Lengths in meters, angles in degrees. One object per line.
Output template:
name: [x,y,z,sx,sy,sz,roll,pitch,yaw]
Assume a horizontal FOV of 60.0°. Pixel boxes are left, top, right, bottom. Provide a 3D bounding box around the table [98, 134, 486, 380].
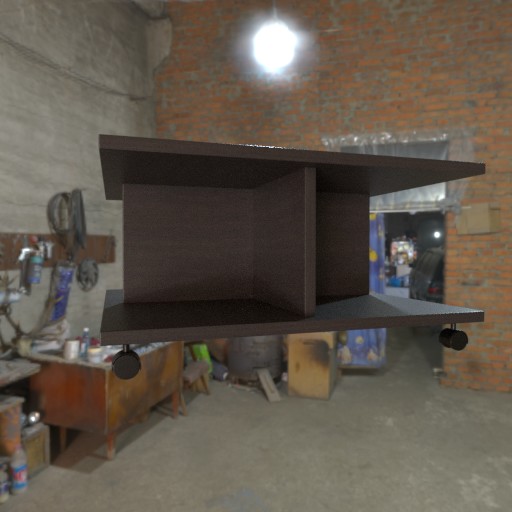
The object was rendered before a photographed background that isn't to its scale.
table: [0.000,0.000,1.173,0.762,0.396,0.762,0,1,-18]
